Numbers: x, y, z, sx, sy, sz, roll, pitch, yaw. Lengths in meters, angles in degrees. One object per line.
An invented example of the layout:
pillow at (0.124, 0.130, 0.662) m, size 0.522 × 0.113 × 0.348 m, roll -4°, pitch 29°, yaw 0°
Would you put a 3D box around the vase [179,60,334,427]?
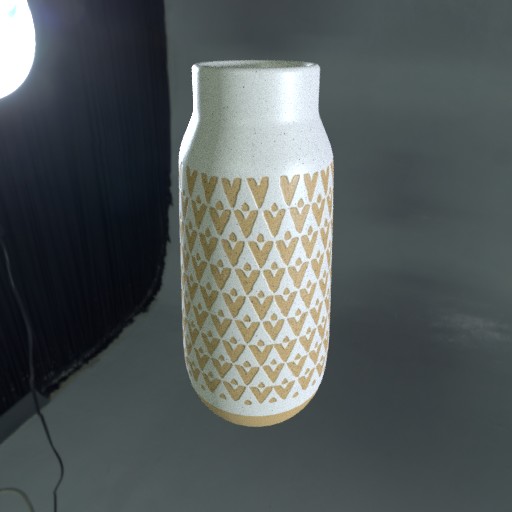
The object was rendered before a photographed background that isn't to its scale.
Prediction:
vase at (0.000, 0.000, 0.385) m, size 0.137 × 0.307 × 0.137 m, roll 0°, pitch 27°, yaw 0°
